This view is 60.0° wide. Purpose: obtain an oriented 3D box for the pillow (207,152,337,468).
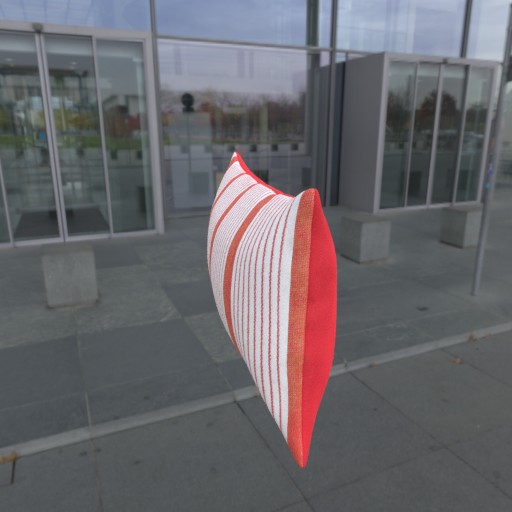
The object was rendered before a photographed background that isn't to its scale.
[{"bbox_3d":[0.000,0.000,0.711,0.151,0.297,0.608,-3,16,-9],"label":"pillow"}]
